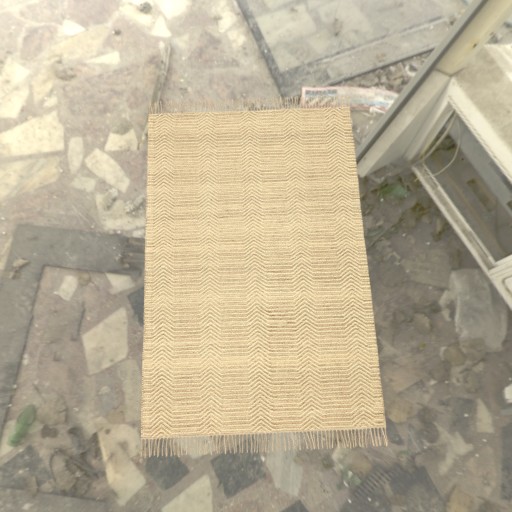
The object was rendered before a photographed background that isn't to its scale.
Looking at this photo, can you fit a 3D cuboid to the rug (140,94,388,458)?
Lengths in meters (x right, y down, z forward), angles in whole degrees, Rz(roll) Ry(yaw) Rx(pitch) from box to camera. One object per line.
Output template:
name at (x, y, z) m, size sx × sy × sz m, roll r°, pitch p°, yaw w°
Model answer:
rug at (0.000, 0.000, 2.446) m, size 1.224 × 0.027 × 2.021 m, roll -2°, pitch 75°, yaw -1°
